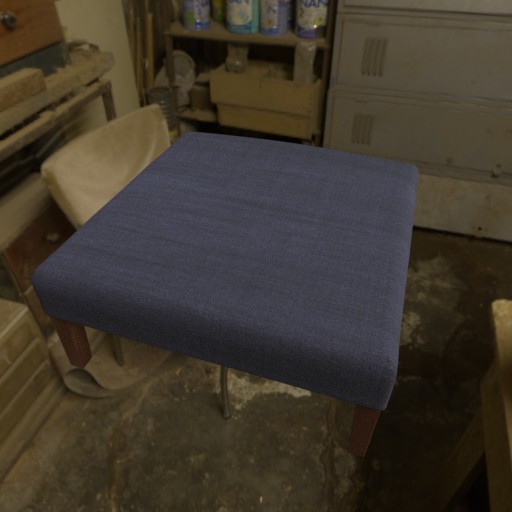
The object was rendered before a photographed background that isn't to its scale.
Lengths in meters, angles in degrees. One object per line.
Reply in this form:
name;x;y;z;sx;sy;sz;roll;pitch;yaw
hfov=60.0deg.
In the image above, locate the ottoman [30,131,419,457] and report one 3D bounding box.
ottoman;0.000;0.000;1.401;0.890;0.411;0.889;12;41;14
